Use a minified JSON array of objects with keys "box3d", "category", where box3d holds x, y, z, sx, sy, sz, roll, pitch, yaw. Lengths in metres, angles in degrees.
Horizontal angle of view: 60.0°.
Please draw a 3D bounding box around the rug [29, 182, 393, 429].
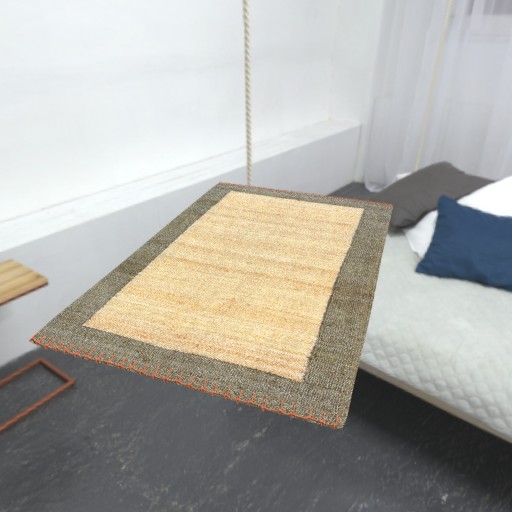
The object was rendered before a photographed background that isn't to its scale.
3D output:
[{"box3d":[0.000,0.000,2.259,1.220,0.019,1.838,10,31,17],"category":"rug"}]
